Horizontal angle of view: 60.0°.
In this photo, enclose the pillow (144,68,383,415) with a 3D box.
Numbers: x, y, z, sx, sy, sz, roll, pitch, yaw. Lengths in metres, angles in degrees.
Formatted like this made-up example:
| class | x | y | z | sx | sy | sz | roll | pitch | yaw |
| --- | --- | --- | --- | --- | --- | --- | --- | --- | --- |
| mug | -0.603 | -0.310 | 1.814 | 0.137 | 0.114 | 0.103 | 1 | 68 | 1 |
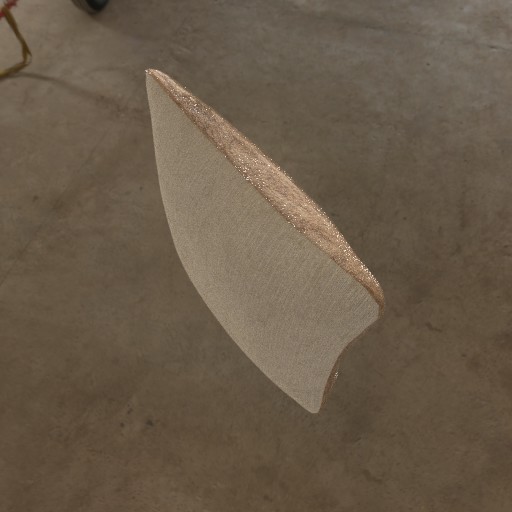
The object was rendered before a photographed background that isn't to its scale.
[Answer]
| class | x | y | z | sx | sy | sz | roll | pitch | yaw |
| --- | --- | --- | --- | --- | --- | --- | --- | --- | --- |
| pillow | 0.000 | 0.000 | 0.825 | 0.216 | 0.525 | 0.538 | -32 | 63 | -18 |
